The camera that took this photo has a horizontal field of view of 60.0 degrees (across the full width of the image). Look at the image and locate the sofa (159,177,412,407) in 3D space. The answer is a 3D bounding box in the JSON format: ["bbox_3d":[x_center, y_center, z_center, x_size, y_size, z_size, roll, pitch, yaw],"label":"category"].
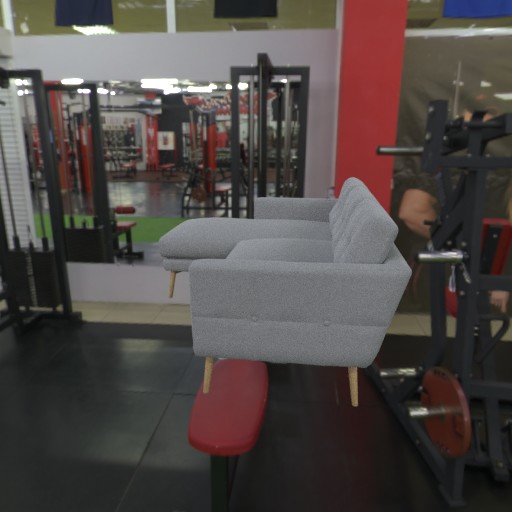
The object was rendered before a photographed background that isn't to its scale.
[{"bbox_3d":[0.000,0.000,2.837,1.530,0.860,2.040,2,16,8],"label":"sofa"}]
